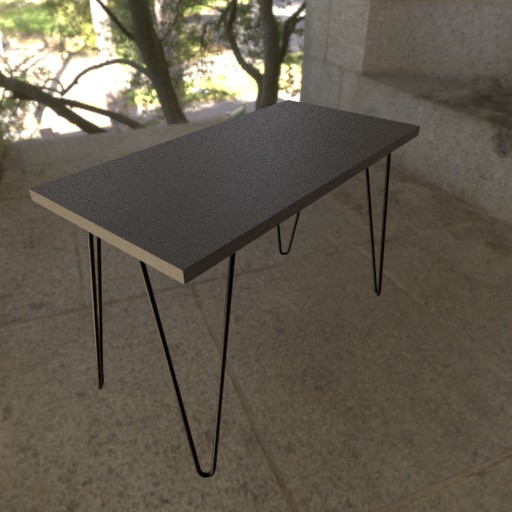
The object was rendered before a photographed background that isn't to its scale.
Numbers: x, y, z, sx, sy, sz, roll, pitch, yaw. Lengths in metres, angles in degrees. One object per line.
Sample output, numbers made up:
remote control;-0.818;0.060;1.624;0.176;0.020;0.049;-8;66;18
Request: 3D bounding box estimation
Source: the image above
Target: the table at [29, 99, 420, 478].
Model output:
table;0.000;0.000;1.358;0.499;0.660;0.991;24;41;32
